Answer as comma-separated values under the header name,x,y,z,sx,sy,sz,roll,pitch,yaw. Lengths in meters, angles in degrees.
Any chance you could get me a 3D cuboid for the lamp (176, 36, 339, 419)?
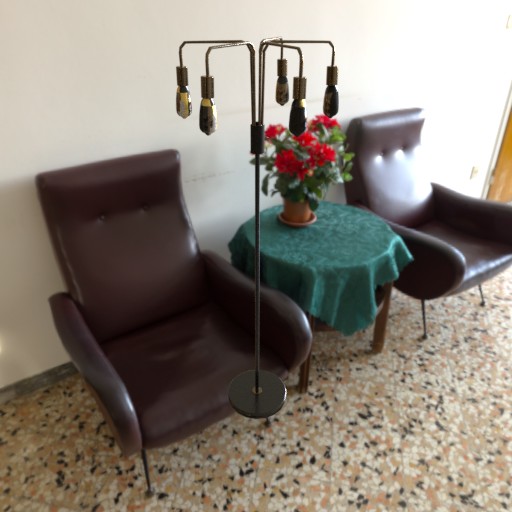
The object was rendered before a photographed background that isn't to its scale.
name,x,y,z,sx,sy,sz,roll,pitch,yaw
lamp,0.000,0.000,1.959,0.572,1.721,0.599,10,31,17
